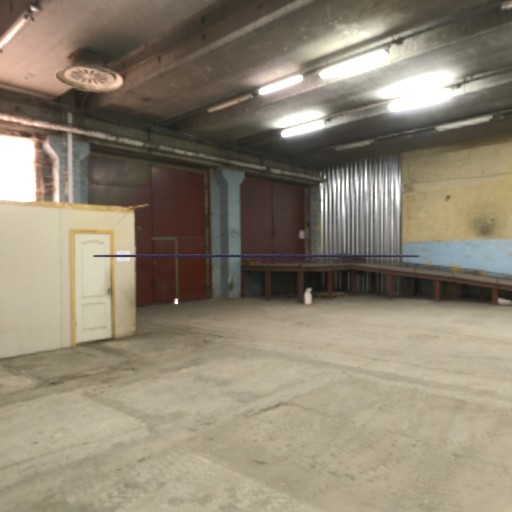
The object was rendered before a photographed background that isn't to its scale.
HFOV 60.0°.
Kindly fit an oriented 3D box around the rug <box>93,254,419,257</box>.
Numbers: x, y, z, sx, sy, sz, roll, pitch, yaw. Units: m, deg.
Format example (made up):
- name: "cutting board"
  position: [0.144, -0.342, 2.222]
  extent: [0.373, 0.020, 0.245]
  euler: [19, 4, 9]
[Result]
- name: "rug"
  position: [0.000, 0.000, 3.456]
  extent: [2.386, 0.014, 2.386]
  euler: [0, 0, 0]
